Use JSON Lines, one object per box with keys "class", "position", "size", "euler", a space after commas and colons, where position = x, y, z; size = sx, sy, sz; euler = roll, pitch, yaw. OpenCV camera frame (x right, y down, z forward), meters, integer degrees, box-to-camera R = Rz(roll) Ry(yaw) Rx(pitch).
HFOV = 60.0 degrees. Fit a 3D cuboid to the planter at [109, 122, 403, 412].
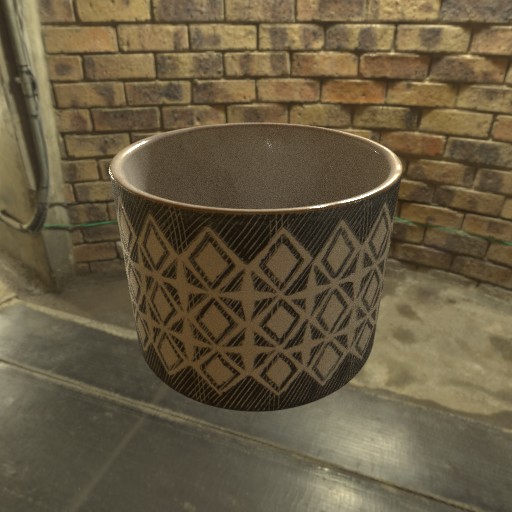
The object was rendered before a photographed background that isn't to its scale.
{"class": "planter", "position": [0.000, 0.000, 0.224], "size": [0.126, 0.104, 0.126], "euler": [0, 30, 0]}
